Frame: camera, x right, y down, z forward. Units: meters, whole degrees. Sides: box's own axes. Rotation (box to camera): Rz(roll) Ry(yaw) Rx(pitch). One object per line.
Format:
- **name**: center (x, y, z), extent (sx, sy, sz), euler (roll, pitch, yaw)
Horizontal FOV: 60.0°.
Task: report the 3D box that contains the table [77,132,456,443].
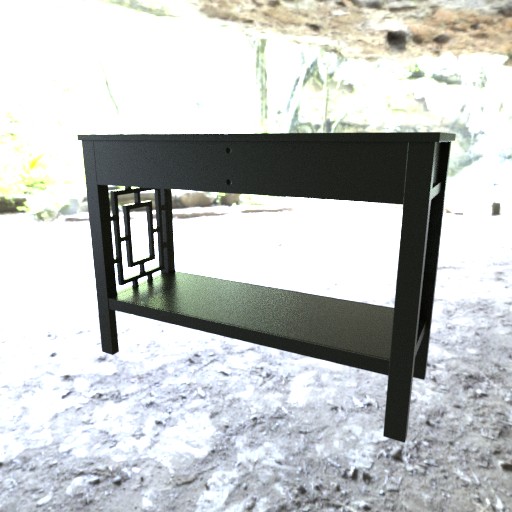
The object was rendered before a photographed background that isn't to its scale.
- **table**: center (0.000, 0.000, 1.419), extent (1.068, 0.753, 0.397), euler (8, 17, 27)
